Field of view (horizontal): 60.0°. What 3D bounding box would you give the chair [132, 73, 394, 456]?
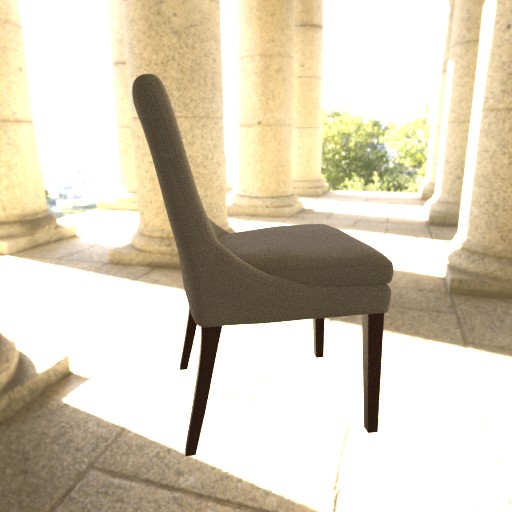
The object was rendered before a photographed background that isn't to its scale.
[{"bbox_3d":[0.000,0.000,1.303,0.638,0.940,0.515,-3,15,-11],"label":"chair"}]
